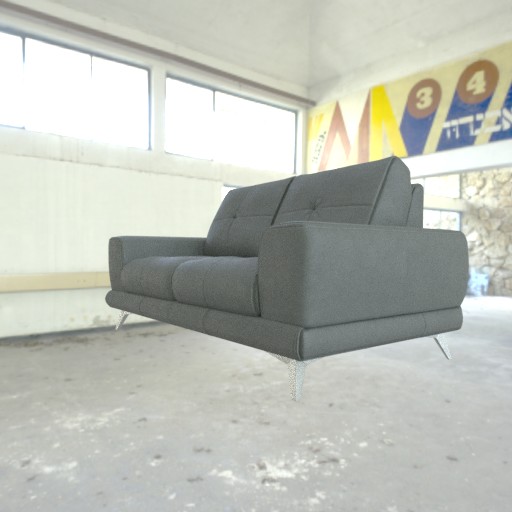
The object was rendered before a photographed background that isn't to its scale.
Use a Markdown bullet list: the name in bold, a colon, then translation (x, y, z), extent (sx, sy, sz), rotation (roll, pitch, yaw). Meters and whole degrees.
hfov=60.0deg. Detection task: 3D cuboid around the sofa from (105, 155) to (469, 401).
- **sofa**: translation (0.000, 0.000, 2.327), extent (1.018, 0.907, 1.806), rotation (0, 0, -37)
